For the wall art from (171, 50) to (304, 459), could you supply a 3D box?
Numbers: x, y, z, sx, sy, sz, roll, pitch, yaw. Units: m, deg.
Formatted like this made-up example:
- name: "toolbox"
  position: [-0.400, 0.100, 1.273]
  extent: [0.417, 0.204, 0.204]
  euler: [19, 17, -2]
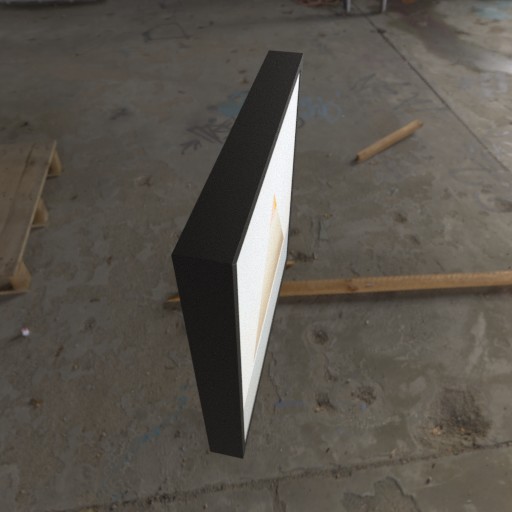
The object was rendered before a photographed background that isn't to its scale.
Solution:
- name: "wall art"
  position: [0.000, 0.000, 0.466]
  extent: [0.037, 0.303, 0.304]
  euler: [9, 47, 8]
